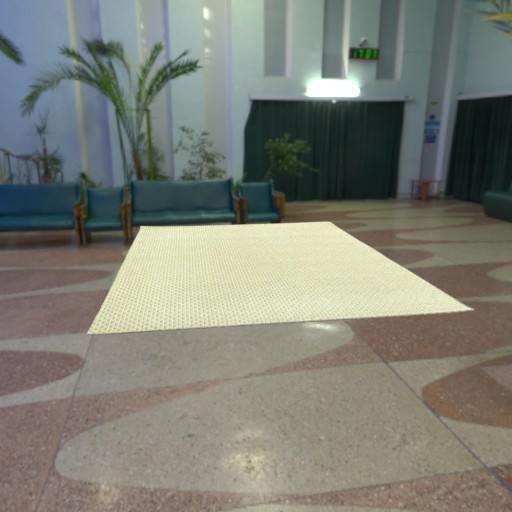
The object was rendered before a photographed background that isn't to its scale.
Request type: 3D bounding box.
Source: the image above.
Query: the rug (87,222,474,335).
[{"bbox_3d":[0.000,0.000,3.921,2.277,0.035,2.897,-2,15,-8],"label":"rug"}]
